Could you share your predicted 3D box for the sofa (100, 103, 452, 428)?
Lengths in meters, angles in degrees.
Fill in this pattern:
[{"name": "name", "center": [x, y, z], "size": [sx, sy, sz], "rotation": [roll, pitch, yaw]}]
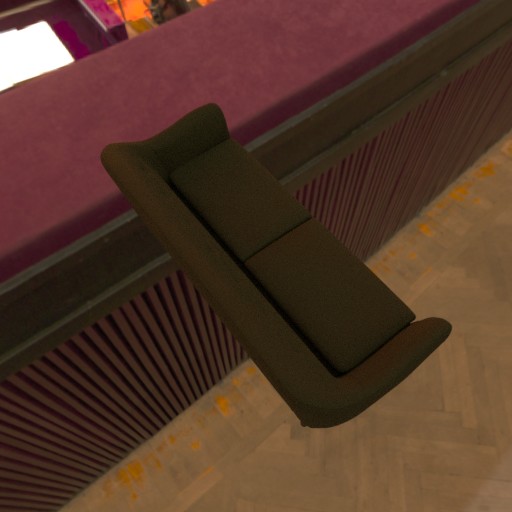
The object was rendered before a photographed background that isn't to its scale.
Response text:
[{"name": "sofa", "center": [0.000, 0.000, 2.321], "size": [0.820, 0.836, 1.840], "rotation": [-33, 65, -18]}]
